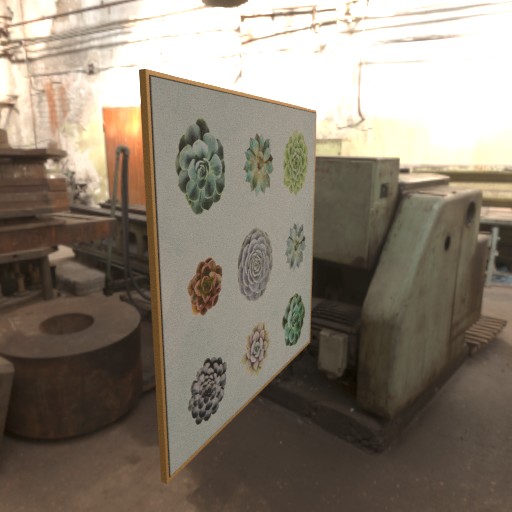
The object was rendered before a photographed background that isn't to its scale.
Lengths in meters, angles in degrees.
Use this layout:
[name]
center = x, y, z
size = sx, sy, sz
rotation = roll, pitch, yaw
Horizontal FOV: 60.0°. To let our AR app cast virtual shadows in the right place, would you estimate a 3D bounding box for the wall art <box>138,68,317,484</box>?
[wall art]
center = 0.000, 0.000, 0.959
size = 0.014, 0.655, 0.657
rotation = 7, 15, 27
